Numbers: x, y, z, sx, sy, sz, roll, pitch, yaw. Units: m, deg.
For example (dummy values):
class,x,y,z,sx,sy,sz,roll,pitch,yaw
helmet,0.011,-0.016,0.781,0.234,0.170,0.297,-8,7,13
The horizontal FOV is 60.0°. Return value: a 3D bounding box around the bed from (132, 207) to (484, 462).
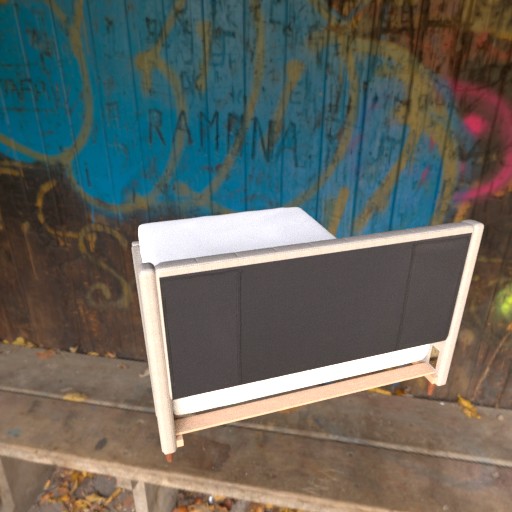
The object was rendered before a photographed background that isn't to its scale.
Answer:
class,x,y,z,sx,sy,sz,roll,pitch,yaw
bed,0.000,0.000,3.132,1.656,1.147,2.232,-8,27,-16
